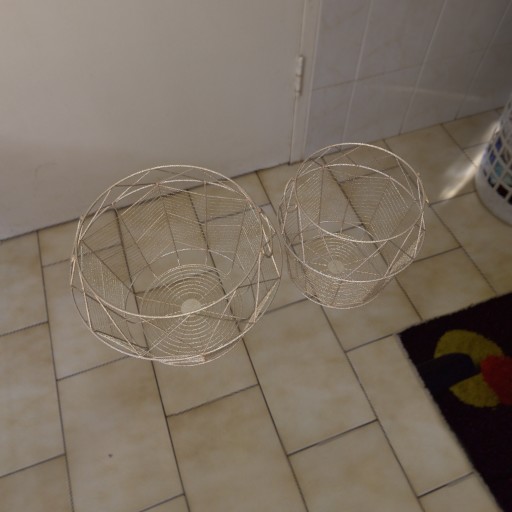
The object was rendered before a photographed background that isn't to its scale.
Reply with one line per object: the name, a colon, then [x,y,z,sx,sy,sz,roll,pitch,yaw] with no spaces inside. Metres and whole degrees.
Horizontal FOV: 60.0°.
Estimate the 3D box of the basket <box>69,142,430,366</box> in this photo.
basket: [0.000,0.000,1.041,0.805,0.343,0.451,-15,59,-9]
